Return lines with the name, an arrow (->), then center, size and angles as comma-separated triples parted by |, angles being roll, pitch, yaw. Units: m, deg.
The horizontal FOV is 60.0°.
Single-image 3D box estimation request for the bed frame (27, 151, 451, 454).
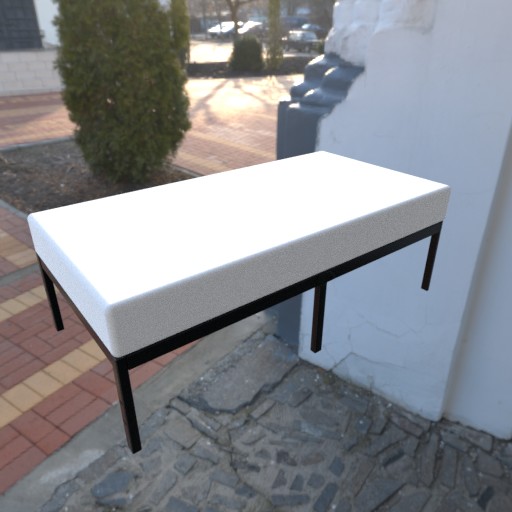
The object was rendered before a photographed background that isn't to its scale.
bed frame -> 0.000, 0.000, 2.396 | 1.950, 0.659, 1.023 | -20, 33, -33
